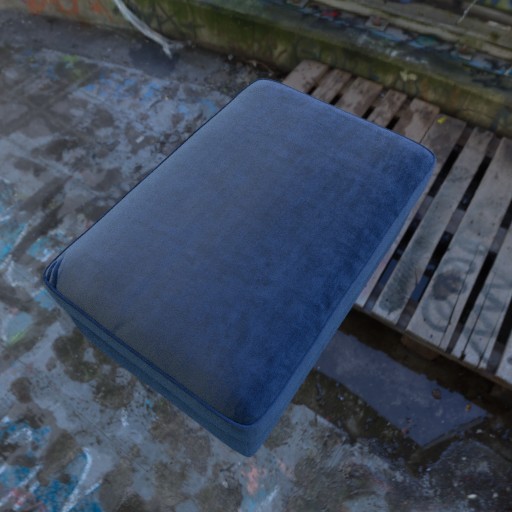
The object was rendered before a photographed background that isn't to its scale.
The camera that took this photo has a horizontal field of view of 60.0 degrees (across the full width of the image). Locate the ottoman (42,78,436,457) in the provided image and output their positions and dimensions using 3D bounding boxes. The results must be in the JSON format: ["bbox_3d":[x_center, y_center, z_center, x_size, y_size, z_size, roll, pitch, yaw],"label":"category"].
[{"bbox_3d":[0.000,0.000,1.212,0.583,0.484,0.862,31,63,18],"label":"ottoman"}]
